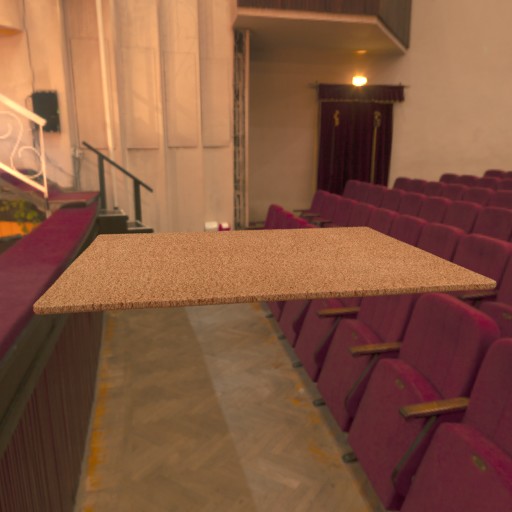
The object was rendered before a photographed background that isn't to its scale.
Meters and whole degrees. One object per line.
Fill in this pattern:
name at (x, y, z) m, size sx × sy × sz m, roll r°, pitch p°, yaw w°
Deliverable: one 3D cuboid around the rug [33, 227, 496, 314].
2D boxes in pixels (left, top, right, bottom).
rug at (0.000, 0.000, 2.056) m, size 1.600 × 0.025 × 1.199 m, roll -2°, pitch 14°, yaw -9°
